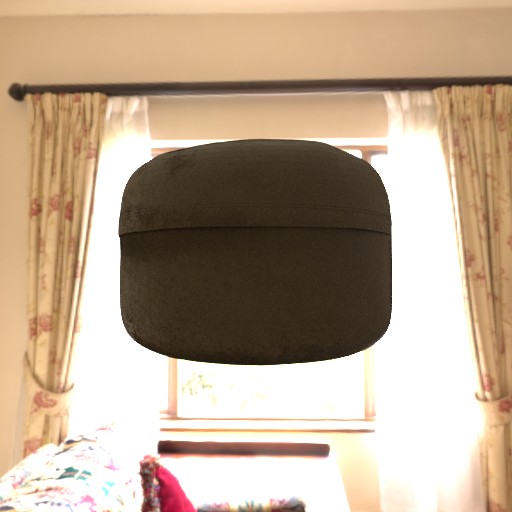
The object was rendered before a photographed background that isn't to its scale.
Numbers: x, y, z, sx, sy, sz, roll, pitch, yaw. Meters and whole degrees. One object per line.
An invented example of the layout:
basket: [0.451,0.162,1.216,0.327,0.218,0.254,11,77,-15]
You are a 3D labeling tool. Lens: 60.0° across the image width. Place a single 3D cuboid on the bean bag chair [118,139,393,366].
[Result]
bean bag chair: [0.000,0.000,1.527,0.918,0.605,0.918,0,-2,0]
